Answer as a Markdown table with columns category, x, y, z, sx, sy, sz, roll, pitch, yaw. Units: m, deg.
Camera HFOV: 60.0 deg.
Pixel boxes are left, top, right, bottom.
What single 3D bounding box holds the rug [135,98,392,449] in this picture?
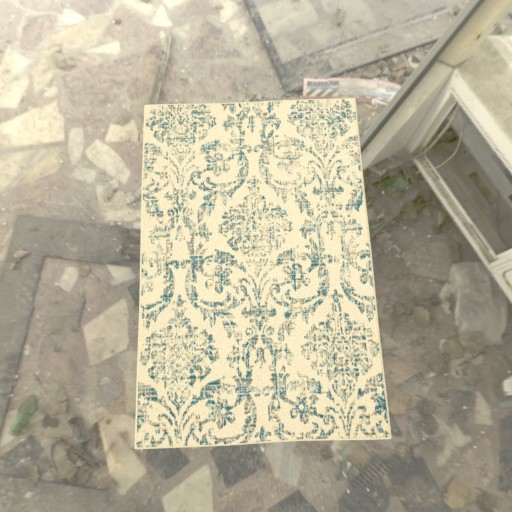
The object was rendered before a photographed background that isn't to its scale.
| category | x | y | z | sx | sy | sz | roll | pitch | yaw |
| --- | --- | --- | --- | --- | --- | --- | --- | --- | --- |
| rug | 0.000 | 0.000 | 2.315 | 1.213 | 0.012 | 1.831 | -2 | 76 | -1 |
